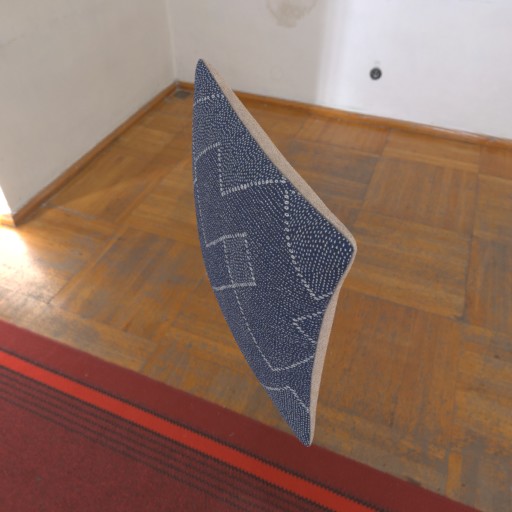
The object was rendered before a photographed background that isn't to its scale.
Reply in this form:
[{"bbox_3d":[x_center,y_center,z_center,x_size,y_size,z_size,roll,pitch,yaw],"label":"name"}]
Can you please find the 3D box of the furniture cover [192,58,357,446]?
[{"bbox_3d":[0.000,0.000,0.784,0.162,0.503,0.511,-17,48,-16],"label":"furniture cover"}]
